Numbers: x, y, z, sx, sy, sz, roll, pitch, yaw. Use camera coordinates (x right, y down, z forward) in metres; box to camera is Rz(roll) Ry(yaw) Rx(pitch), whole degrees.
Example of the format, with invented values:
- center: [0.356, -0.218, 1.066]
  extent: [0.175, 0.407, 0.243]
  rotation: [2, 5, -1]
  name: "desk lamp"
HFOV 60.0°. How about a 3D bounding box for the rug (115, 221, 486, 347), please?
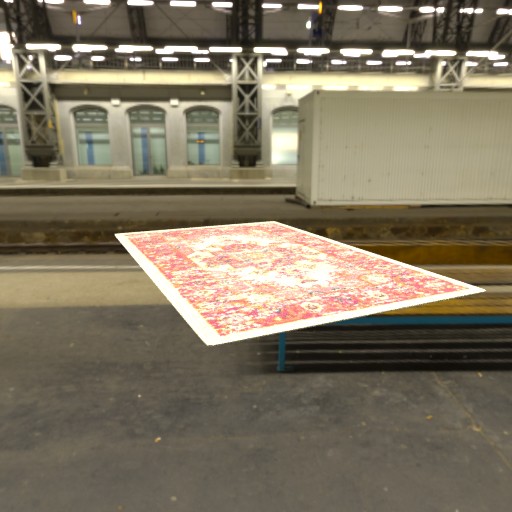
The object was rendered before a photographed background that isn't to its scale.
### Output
- center: [0.000, 0.000, 1.100]
  extent: [0.556, 0.004, 0.868]
  rotation: [-7, 15, -24]
  name: "rug"
